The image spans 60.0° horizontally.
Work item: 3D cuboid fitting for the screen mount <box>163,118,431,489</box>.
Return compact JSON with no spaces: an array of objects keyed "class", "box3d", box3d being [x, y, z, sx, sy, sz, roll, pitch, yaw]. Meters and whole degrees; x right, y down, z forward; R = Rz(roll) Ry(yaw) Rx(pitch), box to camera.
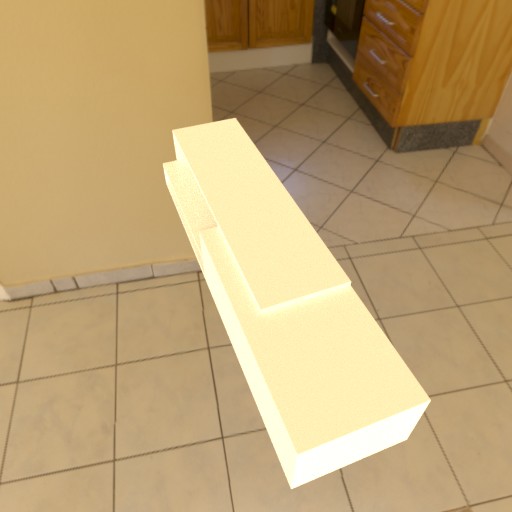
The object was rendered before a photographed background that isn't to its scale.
[{"class":"screen mount","box3d":[0.000,0.000,1.857,0.420,0.320,1.680,-16,48,-15]}]
